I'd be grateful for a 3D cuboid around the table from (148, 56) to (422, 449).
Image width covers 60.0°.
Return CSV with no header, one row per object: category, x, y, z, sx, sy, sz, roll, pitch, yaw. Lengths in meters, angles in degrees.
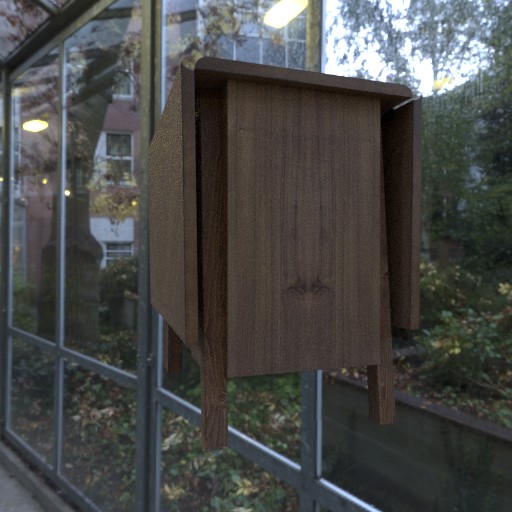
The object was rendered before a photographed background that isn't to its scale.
table,0.000,0.000,1.638,0.701,0.981,0.967,0,0,-18
